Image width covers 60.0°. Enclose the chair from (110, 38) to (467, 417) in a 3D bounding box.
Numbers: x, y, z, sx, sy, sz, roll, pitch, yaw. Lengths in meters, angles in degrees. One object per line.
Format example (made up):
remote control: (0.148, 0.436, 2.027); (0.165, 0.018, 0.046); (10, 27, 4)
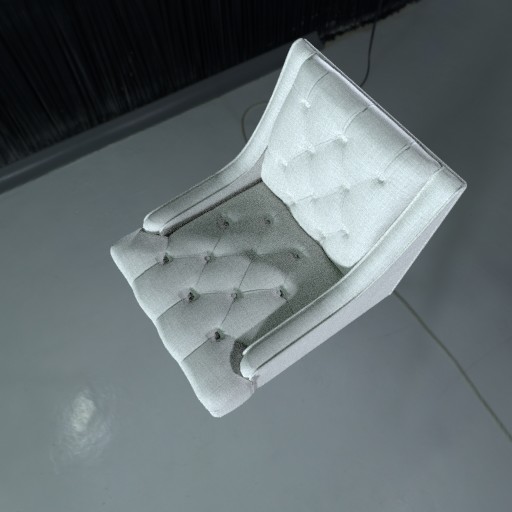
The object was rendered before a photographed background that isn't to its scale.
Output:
chair: (0.000, 0.000, 1.424); (0.772, 0.891, 0.658); (-32, 67, -15)
